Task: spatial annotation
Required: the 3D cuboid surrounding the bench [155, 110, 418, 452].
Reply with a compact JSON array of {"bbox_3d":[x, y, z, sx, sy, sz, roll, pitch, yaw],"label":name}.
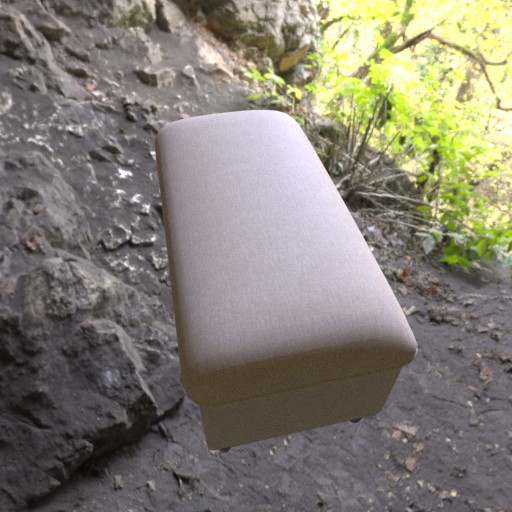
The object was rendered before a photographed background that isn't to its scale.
[{"bbox_3d":[0.000,0.000,1.284,0.483,0.483,0.991,-9,47,-9],"label":"bench"}]
